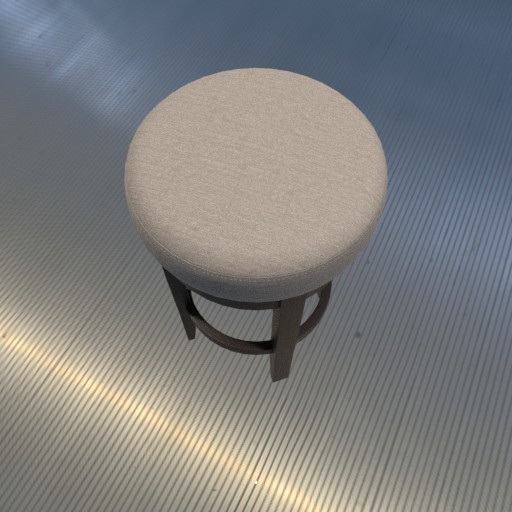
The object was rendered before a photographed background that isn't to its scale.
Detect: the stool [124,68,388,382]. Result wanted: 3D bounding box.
[{"bbox_3d":[0.000,0.000,1.035,0.443,0.757,0.443,0,63,0],"label":"stool"}]
